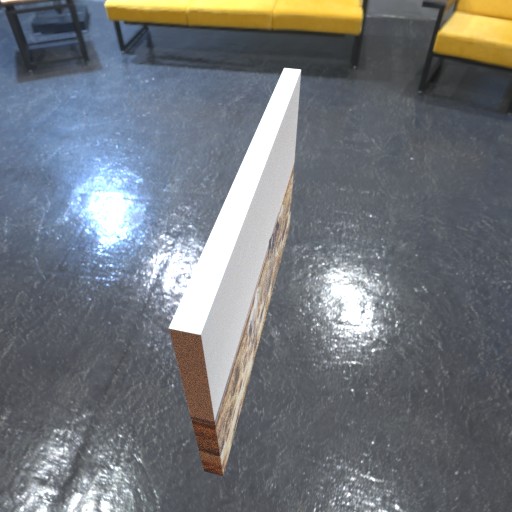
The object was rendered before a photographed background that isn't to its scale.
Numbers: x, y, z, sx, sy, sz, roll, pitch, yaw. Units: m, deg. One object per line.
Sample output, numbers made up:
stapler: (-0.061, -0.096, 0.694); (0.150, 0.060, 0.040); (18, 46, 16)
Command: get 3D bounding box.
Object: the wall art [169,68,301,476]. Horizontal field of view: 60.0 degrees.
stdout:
wall art: (0.000, 0.000, 1.172); (0.050, 0.610, 0.914); (10, 47, 9)
